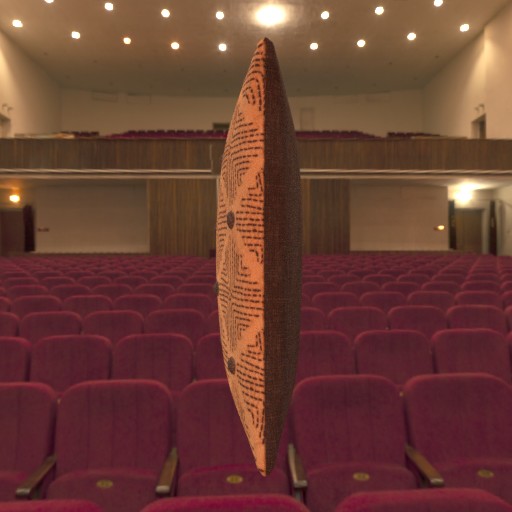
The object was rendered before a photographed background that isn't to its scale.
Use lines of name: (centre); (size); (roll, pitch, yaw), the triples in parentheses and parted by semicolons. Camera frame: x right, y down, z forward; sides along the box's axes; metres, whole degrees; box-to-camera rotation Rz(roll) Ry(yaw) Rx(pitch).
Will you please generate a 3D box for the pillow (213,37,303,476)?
pillow: (0.000, 0.000, 0.763); (0.145, 0.510, 0.510); (0, 0, -2)
